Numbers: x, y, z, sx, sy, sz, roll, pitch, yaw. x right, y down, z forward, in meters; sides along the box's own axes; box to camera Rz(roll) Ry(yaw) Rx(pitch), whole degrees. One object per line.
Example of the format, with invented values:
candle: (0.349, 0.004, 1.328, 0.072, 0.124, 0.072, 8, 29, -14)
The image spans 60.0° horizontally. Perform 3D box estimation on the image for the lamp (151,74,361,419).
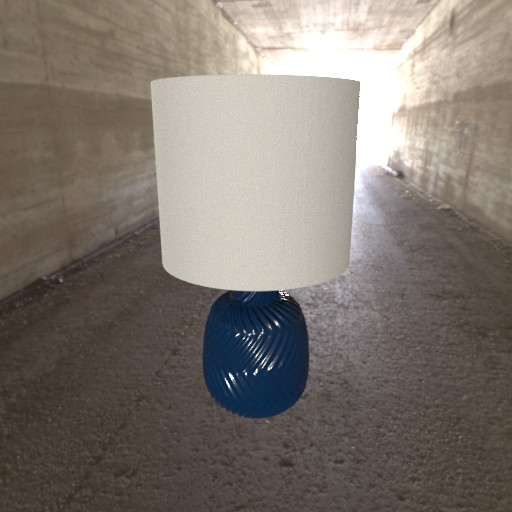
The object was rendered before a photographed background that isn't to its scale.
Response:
lamp: (0.000, 0.000, 0.491, 0.203, 0.368, 0.203, -8, 19, -25)
